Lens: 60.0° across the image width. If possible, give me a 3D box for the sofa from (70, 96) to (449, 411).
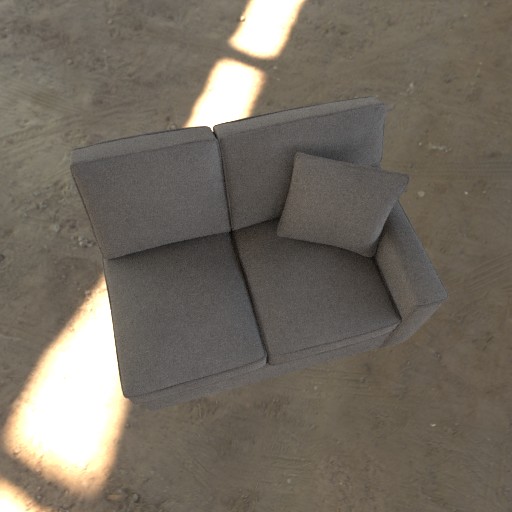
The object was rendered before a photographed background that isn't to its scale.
[{"bbox_3d":[0.000,0.000,2.063,1.388,0.989,0.991,-14,63,-7],"label":"sofa"}]
